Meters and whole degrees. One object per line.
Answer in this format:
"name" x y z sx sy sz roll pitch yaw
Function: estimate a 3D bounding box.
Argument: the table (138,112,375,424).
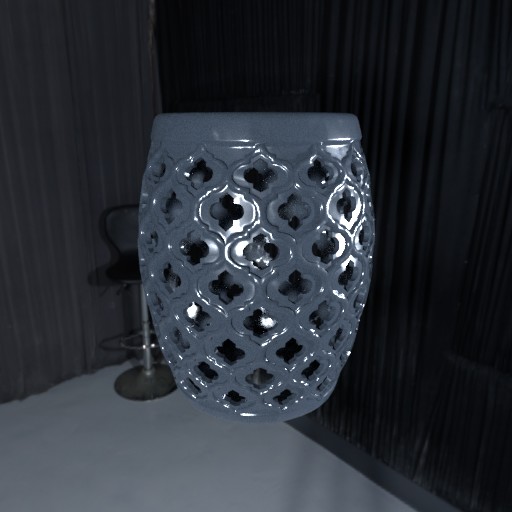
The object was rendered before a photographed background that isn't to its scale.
"table" 0.000 0.000 0.635 0.325 0.388 0.325 0 17 0
